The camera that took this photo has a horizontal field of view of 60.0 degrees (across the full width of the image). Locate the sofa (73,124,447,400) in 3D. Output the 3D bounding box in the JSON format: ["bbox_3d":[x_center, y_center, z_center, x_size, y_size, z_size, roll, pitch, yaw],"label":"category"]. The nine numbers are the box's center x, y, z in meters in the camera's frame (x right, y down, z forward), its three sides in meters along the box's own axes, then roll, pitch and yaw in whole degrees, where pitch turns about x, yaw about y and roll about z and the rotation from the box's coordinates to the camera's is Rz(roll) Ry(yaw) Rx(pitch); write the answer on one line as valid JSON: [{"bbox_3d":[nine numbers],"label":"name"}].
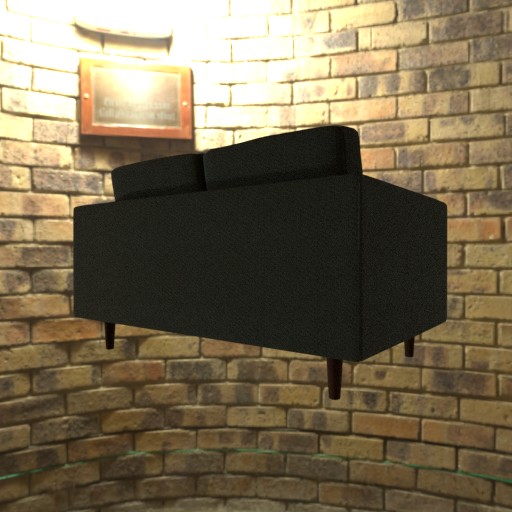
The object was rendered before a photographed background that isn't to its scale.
[{"bbox_3d":[0.000,0.000,2.126,1.518,0.930,0.999,0,0,37],"label":"sofa"}]
